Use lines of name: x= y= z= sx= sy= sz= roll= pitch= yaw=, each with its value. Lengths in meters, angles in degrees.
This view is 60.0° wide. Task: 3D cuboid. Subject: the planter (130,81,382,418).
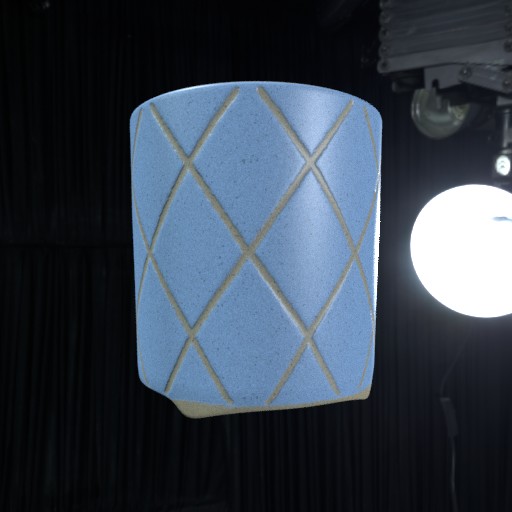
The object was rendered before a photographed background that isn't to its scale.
planter: x=0.000 y=0.000 z=0.348 sx=0.191 sy=0.200 sz=0.191 roll=0 pitch=0 yaw=0
